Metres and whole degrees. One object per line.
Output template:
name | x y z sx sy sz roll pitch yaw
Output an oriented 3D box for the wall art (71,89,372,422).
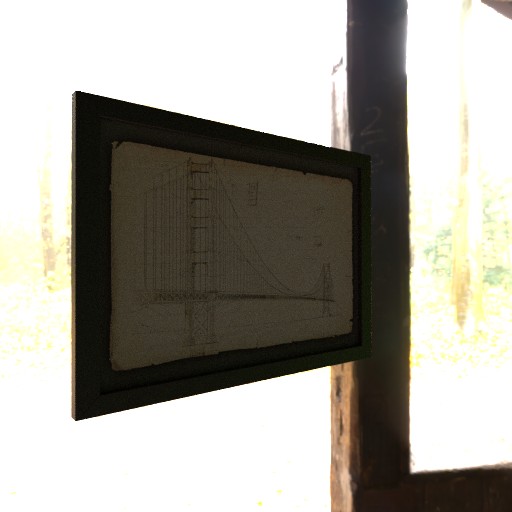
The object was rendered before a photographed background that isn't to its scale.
wall art | 0.000 0.000 0.546 0.432 0.306 0.016 0 0 -38
